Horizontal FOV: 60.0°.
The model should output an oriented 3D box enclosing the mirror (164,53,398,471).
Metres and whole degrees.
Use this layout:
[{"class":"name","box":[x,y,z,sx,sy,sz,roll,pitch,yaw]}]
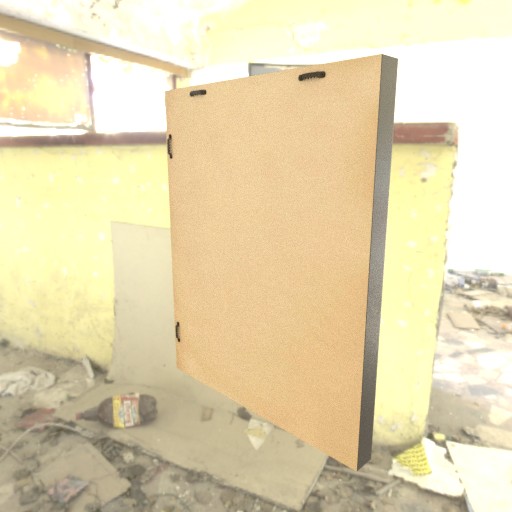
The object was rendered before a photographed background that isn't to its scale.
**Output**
[{"class":"mirror","box":[0.000,0.000,0.673,0.041,0.509,0.406,-13,18,-43]}]
